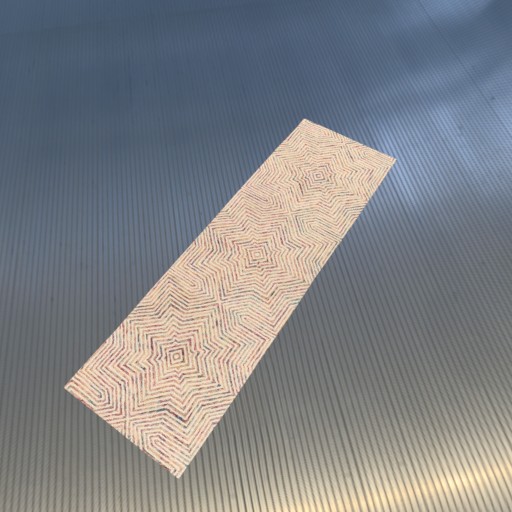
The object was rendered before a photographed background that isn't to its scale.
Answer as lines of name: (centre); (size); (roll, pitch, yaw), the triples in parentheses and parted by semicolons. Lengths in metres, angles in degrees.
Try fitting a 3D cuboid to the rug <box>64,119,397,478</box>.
rug: (0.000, 0.000, 2.716); (0.771, 0.009, 2.443); (30, 63, 17)
